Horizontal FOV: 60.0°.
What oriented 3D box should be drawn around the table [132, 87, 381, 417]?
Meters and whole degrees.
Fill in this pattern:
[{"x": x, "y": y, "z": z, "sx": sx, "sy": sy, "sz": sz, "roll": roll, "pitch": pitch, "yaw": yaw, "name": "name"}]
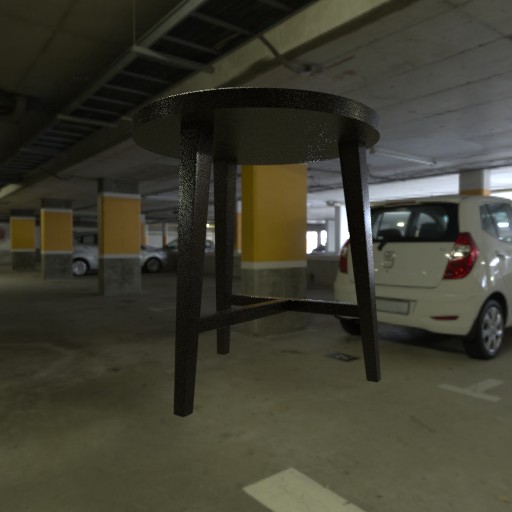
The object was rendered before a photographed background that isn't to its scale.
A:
[{"x": 0.000, "y": 0.000, "z": 0.934, "sx": 0.500, "sy": 0.531, "sz": 0.500, "roll": 0, "pitch": 2, "yaw": 0, "name": "table"}]
